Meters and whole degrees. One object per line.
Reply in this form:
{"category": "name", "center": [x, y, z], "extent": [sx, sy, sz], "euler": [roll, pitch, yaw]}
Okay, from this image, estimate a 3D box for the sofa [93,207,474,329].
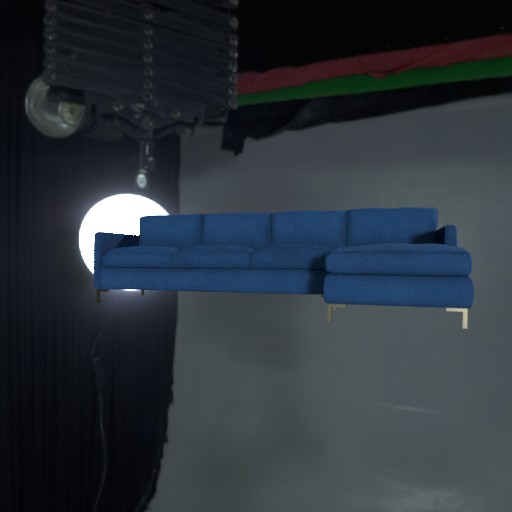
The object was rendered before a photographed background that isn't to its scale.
{"category": "sofa", "center": [0.000, 0.000, 3.490], "extent": [2.932, 0.810, 1.350], "euler": [0, 0, 18]}
